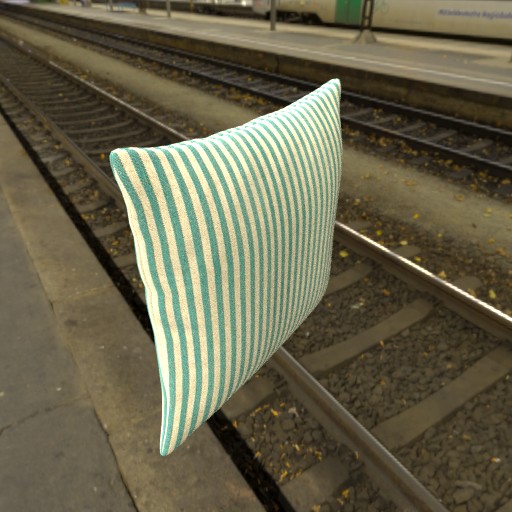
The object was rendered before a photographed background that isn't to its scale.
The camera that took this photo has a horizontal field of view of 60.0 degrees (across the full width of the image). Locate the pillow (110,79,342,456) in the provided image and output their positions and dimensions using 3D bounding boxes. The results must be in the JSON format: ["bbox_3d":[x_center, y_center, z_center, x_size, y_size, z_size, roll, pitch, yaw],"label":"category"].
[{"bbox_3d":[0.000,0.000,0.765,0.166,0.510,0.523,20,37,29],"label":"pillow"}]
